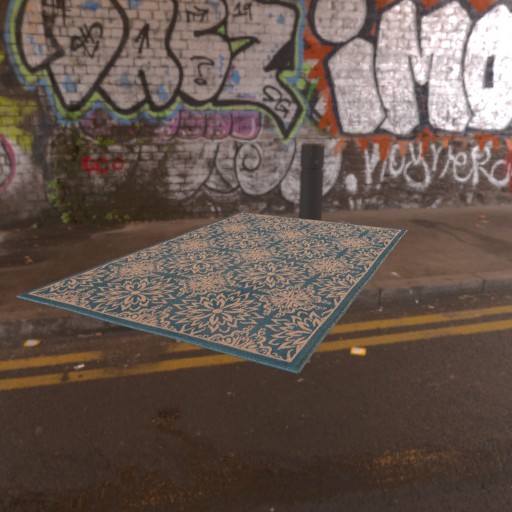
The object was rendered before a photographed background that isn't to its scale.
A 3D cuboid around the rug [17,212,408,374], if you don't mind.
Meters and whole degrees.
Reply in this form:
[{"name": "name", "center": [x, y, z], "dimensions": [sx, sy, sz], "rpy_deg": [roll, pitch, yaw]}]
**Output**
[{"name": "rug", "center": [0.000, 0.000, 2.282], "dimensions": [1.211, 0.012, 1.833], "rpy_deg": [9, 19, 26]}]
